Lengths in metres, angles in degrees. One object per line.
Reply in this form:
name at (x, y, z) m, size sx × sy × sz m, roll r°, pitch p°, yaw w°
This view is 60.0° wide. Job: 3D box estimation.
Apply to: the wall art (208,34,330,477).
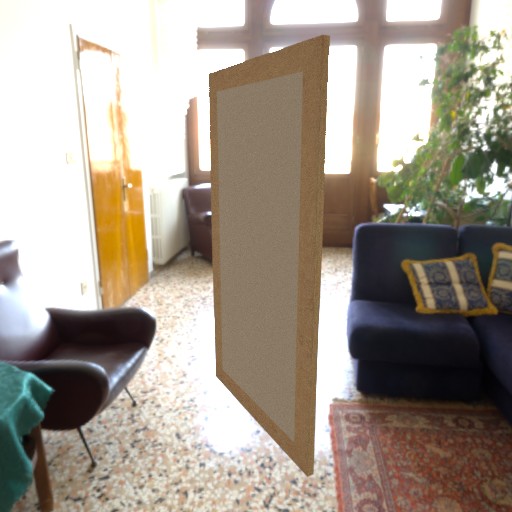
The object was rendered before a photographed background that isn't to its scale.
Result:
wall art at (0.000, 0.000, 0.828) m, size 0.013 × 0.683 × 0.381 m, roll -8°, pitch 16°, yaw -28°
